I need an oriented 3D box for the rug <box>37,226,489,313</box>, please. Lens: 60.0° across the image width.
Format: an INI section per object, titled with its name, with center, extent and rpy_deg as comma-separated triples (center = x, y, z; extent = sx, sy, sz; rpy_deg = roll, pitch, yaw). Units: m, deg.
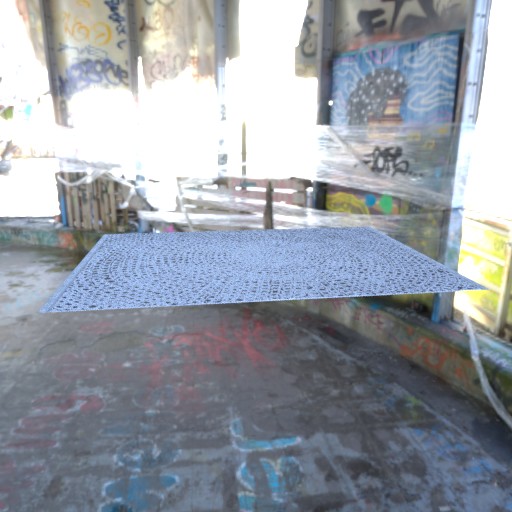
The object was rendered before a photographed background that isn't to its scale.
[rug]
center = 0.000, 0.000, 2.148
extent = 1.634, 0.003, 1.190
rpy_deg = -2, 16, -8
